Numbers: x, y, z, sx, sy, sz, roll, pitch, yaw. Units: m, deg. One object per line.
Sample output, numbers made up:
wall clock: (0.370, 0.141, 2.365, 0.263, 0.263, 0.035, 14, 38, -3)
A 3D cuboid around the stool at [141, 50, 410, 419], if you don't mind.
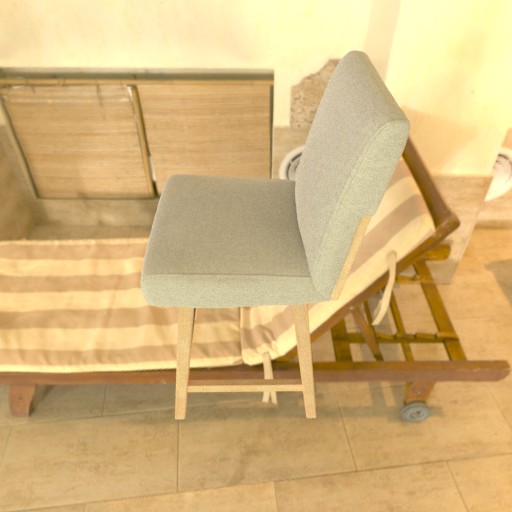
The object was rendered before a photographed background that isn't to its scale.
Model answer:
stool: (0.000, 0.000, 1.366, 0.606, 1.085, 0.507, 0, 41, -1)
